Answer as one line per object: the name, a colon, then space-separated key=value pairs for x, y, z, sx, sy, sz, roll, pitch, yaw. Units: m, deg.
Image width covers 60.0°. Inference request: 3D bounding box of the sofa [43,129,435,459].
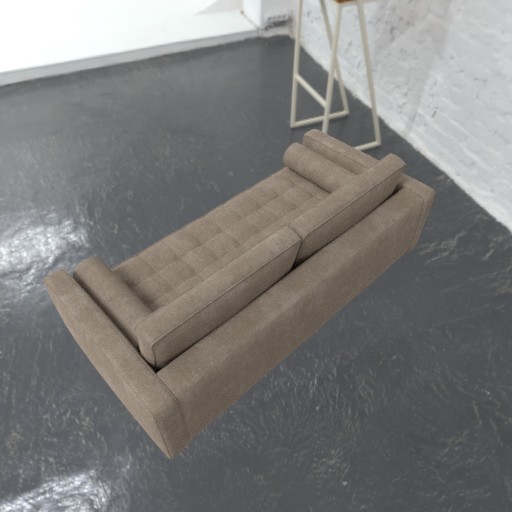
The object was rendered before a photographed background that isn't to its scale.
sofa: x=0.000 y=0.000 z=2.337 sx=1.883 sy=0.769 sz=0.920 roll=-35 pitch=56 yaw=-28
